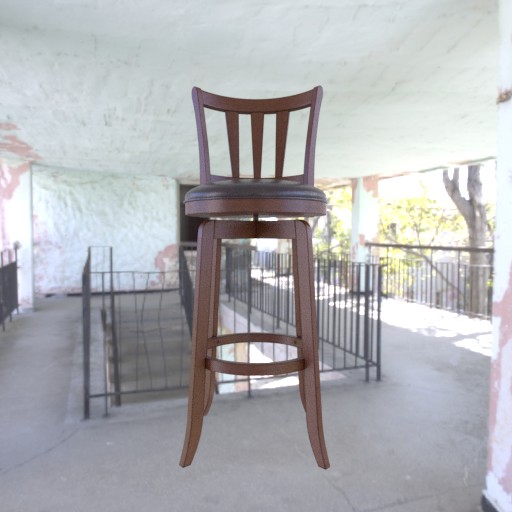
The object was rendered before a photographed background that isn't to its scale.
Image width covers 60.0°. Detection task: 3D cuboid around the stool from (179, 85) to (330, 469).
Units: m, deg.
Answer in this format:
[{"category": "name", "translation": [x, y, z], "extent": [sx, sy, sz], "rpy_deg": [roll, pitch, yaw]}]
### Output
[{"category": "stool", "translation": [0.000, 0.000, 1.432], "extent": [0.464, 1.177, 0.503], "rpy_deg": [0, 3, 1]}]
